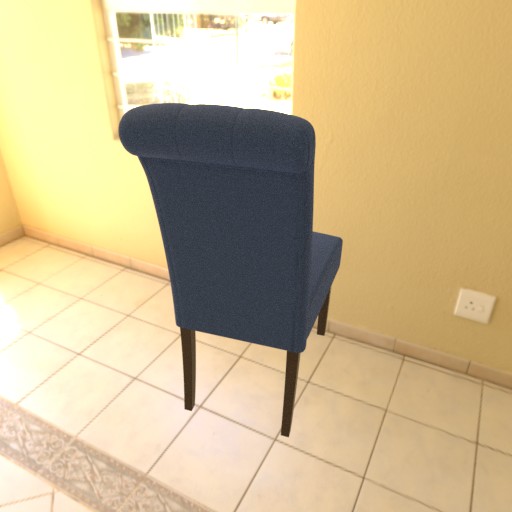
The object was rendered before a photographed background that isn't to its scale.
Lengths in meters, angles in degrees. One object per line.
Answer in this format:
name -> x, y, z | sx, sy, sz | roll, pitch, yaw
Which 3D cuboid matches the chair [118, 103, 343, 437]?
chair -> 0.000, 0.000, 1.370 | 0.456, 1.006, 0.671 | 9, 32, 15
